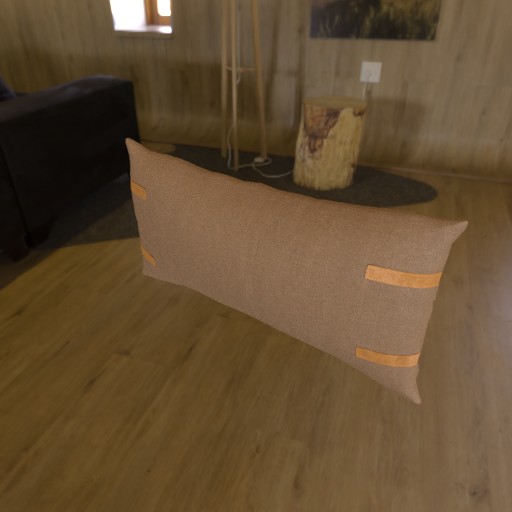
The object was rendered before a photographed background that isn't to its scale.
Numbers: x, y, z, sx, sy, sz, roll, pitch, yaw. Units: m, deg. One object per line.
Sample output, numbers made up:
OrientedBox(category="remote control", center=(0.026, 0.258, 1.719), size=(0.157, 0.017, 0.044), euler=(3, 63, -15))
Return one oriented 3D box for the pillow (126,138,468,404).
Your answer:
OrientedBox(category="pillow", center=(0.000, 0.000, 0.742), size=(0.612, 0.308, 0.148), euler=(21, 37, 30))
